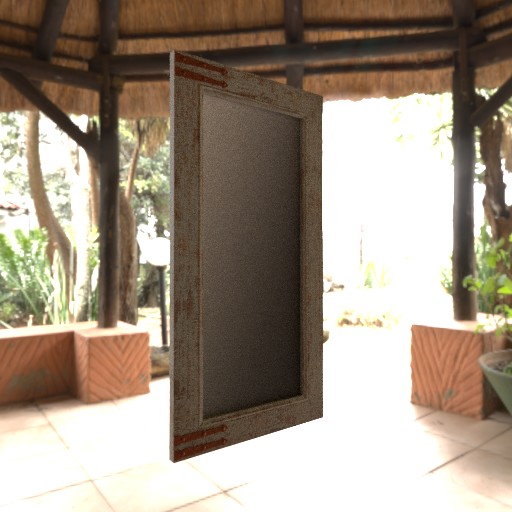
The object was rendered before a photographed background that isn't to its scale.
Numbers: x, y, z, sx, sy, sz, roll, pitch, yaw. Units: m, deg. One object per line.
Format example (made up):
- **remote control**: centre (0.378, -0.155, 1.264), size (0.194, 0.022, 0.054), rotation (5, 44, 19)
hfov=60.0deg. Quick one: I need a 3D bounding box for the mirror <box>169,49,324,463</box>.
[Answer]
- **mirror**: centre (0.000, 0.000, 1.136), size (0.472, 0.922, 0.027), rotation (0, -1, -37)
